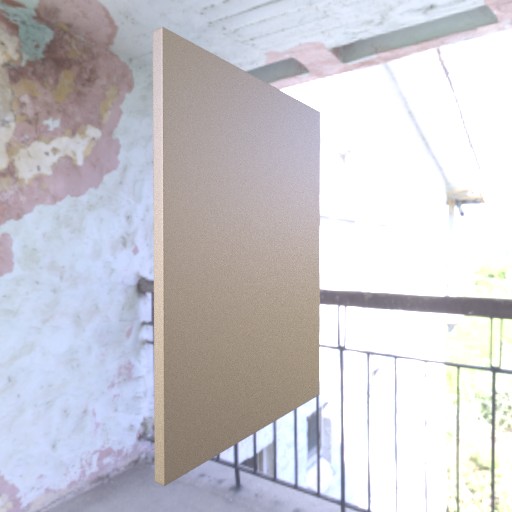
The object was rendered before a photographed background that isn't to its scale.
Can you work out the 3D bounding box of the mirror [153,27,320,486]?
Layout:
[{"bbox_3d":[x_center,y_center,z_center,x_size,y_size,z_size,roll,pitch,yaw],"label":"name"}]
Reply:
[{"bbox_3d":[0.000,0.000,1.302,0.032,1.023,0.756,1,1,35],"label":"mirror"}]
